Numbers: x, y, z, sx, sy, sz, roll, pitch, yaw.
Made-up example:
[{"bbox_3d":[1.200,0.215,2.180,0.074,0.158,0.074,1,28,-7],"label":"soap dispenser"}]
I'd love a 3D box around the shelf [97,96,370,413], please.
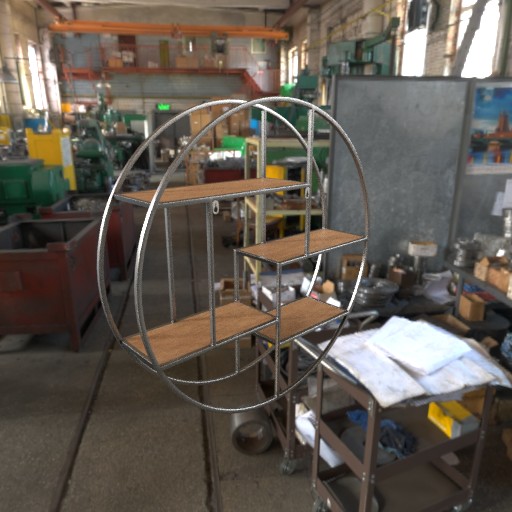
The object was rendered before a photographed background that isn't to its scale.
[{"bbox_3d":[0.000,0.000,1.322,0.888,0.888,0.202,-15,22,-41],"label":"shelf"}]
